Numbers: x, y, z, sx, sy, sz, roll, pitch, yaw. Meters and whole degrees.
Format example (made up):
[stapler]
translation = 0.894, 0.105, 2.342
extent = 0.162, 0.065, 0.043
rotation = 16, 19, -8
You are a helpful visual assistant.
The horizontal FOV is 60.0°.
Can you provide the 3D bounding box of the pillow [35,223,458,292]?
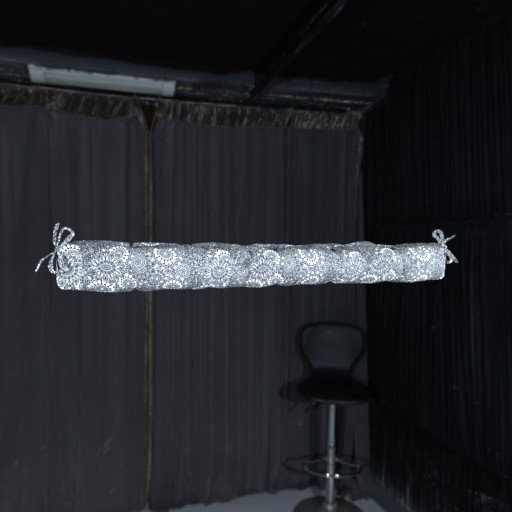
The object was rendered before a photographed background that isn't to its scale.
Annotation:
[pillow]
translation = 0.000, 0.000, 1.376
extent = 1.194, 0.174, 0.511
rotation = -1, 2, -18
